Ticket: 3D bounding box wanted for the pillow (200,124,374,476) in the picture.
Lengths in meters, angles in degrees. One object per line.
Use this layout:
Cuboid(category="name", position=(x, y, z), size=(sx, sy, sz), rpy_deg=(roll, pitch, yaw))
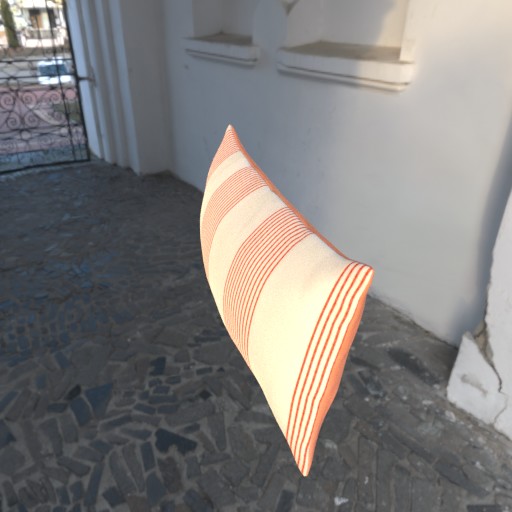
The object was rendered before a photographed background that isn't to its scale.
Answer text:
Cuboid(category="pillow", position=(0.000, 0.000, 0.734), size=(0.156, 0.292, 0.608), rpy_deg=(-8, 30, -14))
